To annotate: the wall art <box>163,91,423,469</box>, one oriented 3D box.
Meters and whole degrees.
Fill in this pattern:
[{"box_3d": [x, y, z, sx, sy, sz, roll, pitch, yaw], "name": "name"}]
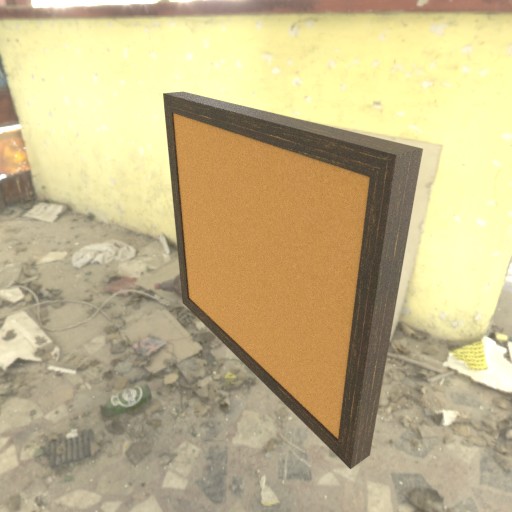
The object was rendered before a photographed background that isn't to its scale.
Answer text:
[{"box_3d": [0.000, 0.000, 0.530, 0.031, 0.330, 0.381, -18, 33, -31], "name": "wall art"}]
